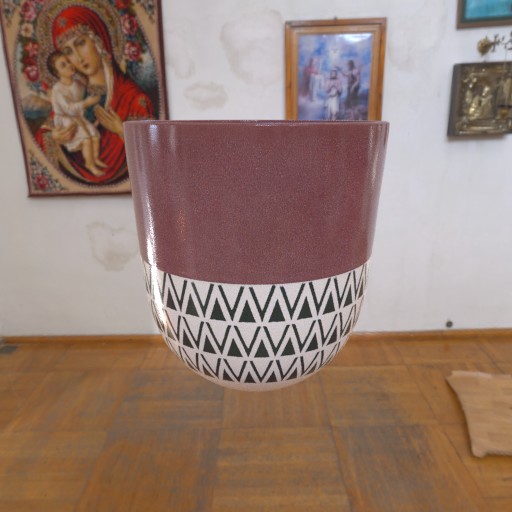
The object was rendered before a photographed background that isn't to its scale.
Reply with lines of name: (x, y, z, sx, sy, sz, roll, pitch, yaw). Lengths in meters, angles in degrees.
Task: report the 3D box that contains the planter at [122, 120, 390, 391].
planter: (0.000, 0.000, 0.368, 0.195, 0.214, 0.195, 0, 18, 0)
